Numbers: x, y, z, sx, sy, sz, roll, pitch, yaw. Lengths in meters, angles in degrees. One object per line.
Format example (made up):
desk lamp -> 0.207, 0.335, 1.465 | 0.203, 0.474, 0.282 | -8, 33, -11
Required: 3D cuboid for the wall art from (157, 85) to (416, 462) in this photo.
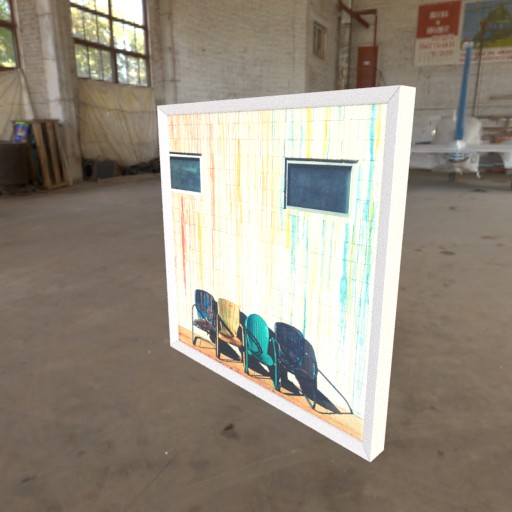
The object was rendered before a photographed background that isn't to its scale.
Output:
wall art -> 0.000, 0.000, 0.757 | 0.037, 0.508, 0.508 | -14, 21, -42
